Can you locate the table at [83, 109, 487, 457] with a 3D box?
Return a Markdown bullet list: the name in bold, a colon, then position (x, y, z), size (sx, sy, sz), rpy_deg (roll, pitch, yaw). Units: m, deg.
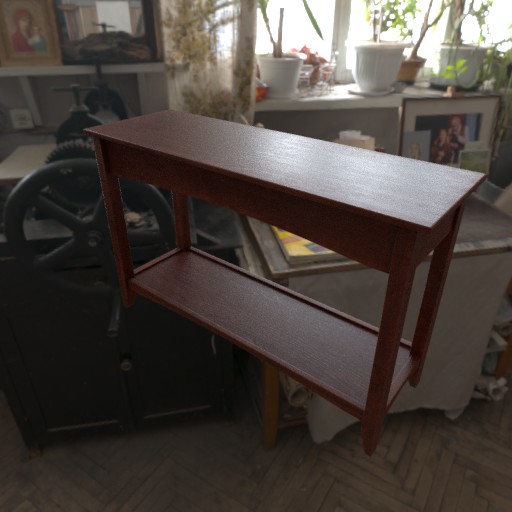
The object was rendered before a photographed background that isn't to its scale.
- **table**: position (0.000, 0.000, 1.496), size (1.188, 0.739, 0.392), rpy_deg (22, 37, 33)
